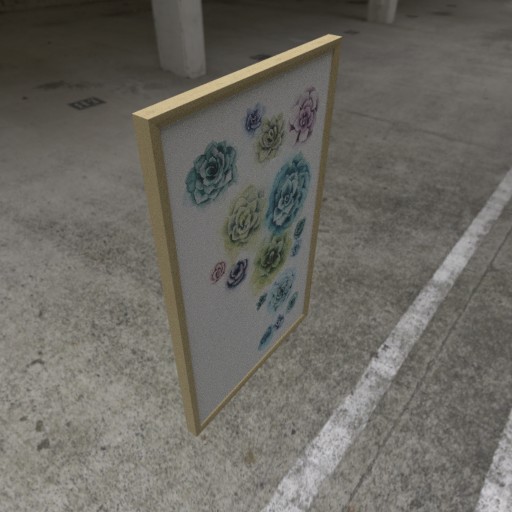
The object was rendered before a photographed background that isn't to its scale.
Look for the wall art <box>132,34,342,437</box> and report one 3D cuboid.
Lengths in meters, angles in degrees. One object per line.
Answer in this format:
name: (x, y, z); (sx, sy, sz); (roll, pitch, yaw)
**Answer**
wall art: (0.000, 0.000, 0.988); (0.039, 0.810, 0.510); (26, 46, 28)
